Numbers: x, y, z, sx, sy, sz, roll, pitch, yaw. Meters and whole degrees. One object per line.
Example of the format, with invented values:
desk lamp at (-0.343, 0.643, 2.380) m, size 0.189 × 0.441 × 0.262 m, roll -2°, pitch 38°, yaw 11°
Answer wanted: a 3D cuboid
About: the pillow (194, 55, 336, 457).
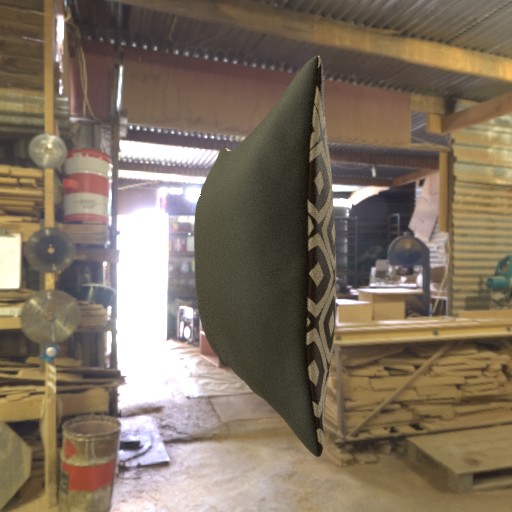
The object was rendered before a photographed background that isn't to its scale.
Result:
pillow at (0.000, 0.000, 0.780) m, size 0.188 × 0.494 × 0.504 m, roll 0°, pitch 0°, yaw -18°
